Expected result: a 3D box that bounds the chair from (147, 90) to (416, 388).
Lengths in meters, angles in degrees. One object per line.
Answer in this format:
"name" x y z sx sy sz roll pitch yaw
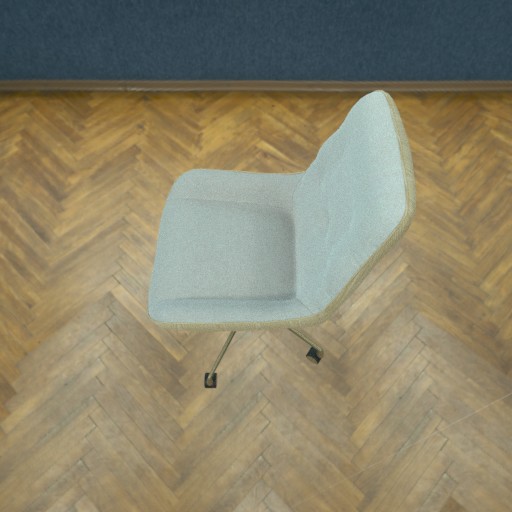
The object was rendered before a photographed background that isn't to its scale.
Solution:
"chair" 0.000 0.000 1.343 0.668 0.952 0.564 1 59 1
